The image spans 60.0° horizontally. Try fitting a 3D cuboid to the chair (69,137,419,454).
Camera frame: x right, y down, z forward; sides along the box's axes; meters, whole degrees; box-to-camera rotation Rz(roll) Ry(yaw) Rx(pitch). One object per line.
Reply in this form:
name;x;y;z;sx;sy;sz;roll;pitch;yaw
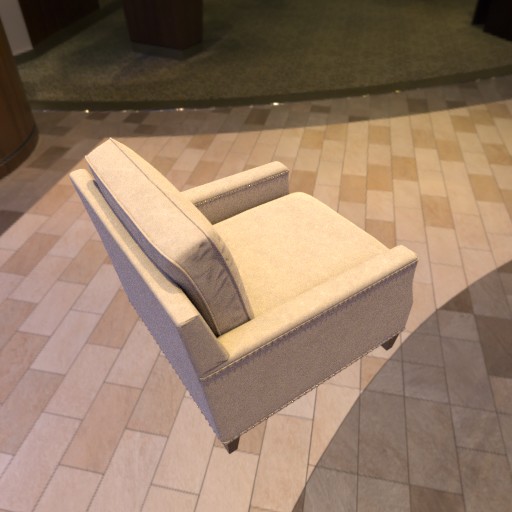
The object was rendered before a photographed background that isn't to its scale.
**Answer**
chair;0.000;0.000;1.711;1.014;0.943;0.853;-24;46;-25
